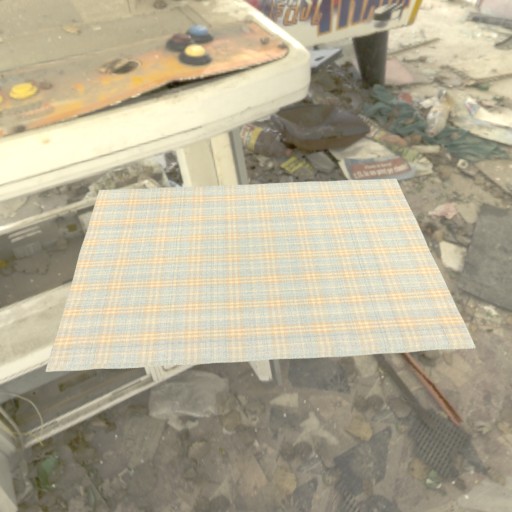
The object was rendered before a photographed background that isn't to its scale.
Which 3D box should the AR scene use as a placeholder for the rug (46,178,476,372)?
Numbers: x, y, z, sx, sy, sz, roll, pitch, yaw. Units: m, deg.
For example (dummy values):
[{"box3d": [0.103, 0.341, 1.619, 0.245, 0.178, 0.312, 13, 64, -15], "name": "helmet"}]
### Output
[{"box3d": [0.000, 0.000, 2.299, 1.835, 0.012, 1.231, -3, 46, -3], "name": "rug"}]
